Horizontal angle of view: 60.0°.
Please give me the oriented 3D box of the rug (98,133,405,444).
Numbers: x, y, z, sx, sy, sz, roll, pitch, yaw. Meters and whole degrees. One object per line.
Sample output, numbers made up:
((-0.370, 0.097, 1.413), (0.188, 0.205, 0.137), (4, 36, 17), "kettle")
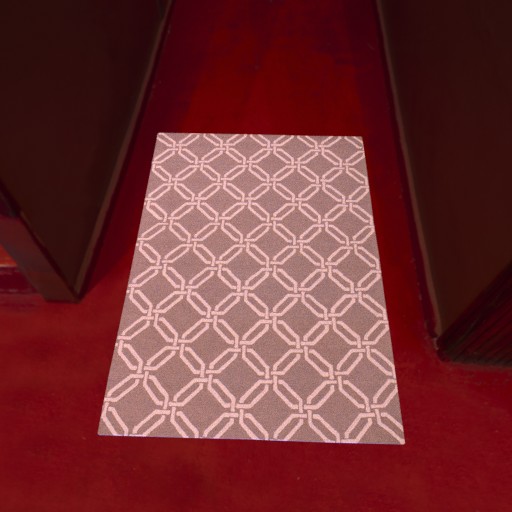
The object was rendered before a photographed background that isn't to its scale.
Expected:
((0.000, 0.000, 4.398), (2.441, 0.020, 3.419), (1, 58, 1), "rug")
